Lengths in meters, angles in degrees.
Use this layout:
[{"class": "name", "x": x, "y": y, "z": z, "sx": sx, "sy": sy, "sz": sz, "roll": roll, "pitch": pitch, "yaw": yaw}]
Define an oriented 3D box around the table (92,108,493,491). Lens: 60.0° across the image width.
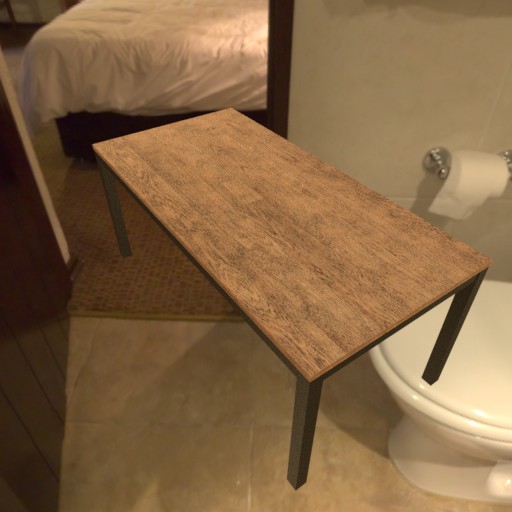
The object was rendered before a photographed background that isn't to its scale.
[{"class": "table", "x": 0.000, "y": 0.000, "z": 2.271, "sx": 0.893, "sy": 0.767, "sz": 1.805, "roll": -24, "pitch": 46, "yaw": -26}]
